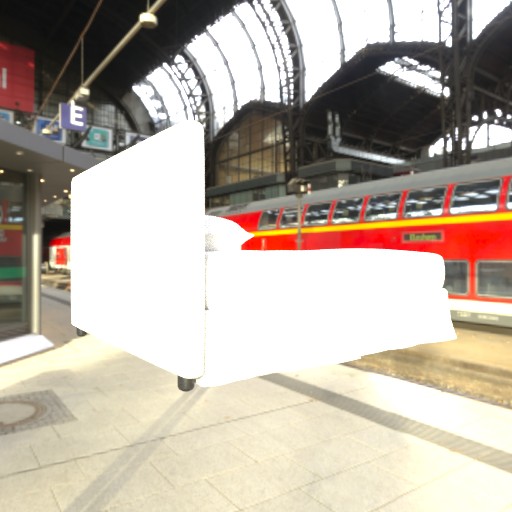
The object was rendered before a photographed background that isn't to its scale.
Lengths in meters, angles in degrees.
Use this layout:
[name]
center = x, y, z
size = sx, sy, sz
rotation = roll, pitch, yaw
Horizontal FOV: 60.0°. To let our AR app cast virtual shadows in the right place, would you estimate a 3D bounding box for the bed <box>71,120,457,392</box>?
[bed]
center = 0.000, 0.000, 3.553
size = 2.341, 1.317, 2.119
rotation = 0, 0, -37
